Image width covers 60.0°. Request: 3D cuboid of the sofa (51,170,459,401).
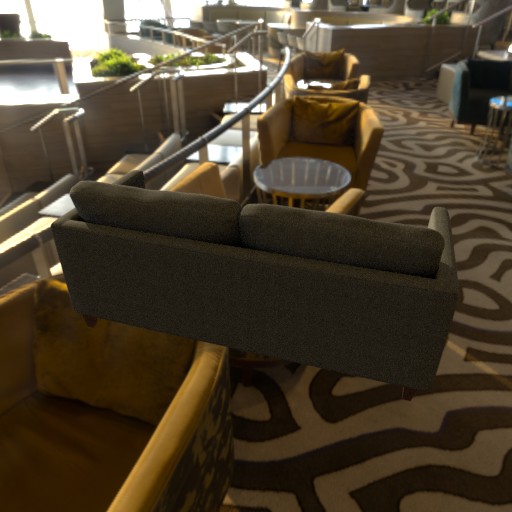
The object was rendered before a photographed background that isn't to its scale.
[{"bbox_3d":[0.000,0.000,2.756,2.208,0.965,0.948,9,33,15],"label":"sofa"}]
